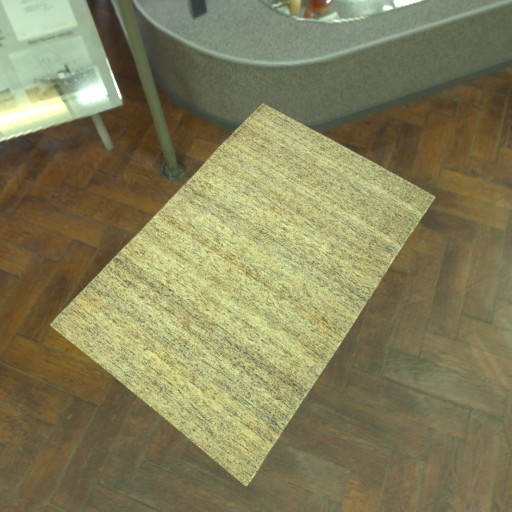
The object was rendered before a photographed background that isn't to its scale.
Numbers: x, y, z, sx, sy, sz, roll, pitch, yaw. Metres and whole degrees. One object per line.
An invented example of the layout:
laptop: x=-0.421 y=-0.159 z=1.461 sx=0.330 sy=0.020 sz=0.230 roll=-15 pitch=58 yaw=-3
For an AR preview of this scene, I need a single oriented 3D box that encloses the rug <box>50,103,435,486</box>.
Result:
rug: x=0.000 y=0.000 z=2.402 sx=1.243 sy=0.014 sz=1.846 roll=33 pitch=69 yaw=15
